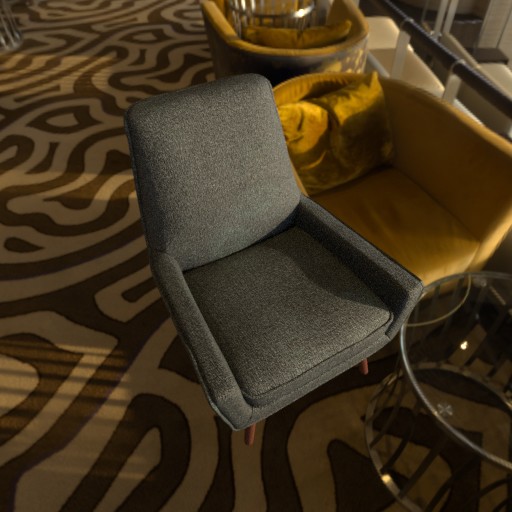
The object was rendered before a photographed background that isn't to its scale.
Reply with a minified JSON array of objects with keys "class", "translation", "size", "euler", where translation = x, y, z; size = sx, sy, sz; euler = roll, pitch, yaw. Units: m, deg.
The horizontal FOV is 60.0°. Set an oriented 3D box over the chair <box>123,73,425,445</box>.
[{"class":"chair","translation":[0.000,0.000,1.510],"size":[0.763,0.883,0.859],"euler":[-24,51,-21]}]
